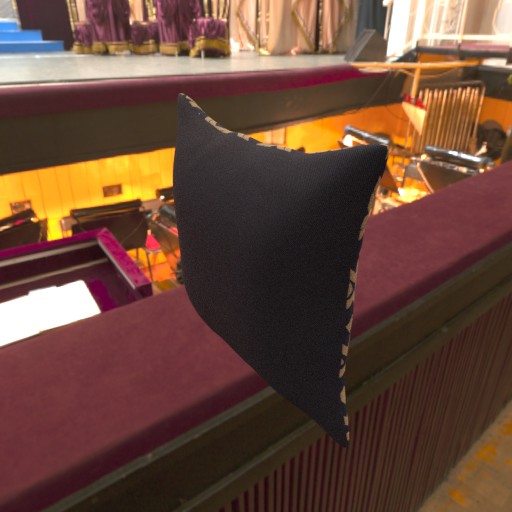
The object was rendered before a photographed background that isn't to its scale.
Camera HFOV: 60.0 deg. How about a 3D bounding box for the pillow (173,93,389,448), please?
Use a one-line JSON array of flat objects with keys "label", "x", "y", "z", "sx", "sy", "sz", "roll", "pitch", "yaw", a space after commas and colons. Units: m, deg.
[{"label": "pillow", "x": 0.000, "y": 0.000, "z": 0.787, "sx": 0.188, "sy": 0.494, "sz": 0.504, "roll": -19, "pitch": 33, "yaw": -31}]
